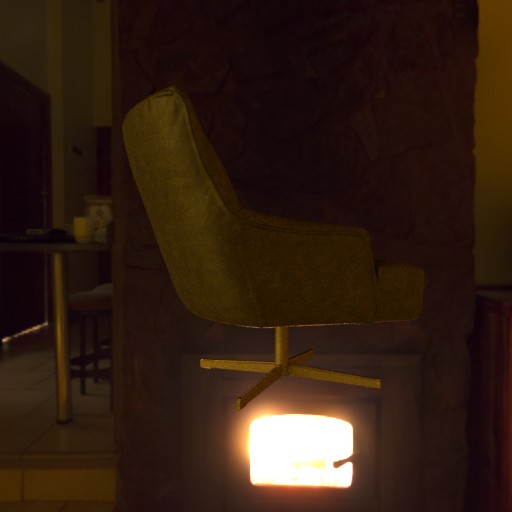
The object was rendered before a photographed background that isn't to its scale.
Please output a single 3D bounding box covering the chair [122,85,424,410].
[{"bbox_3d":[0.000,0.000,1.526,0.874,0.870,0.738,-1,2,-19],"label":"chair"}]
